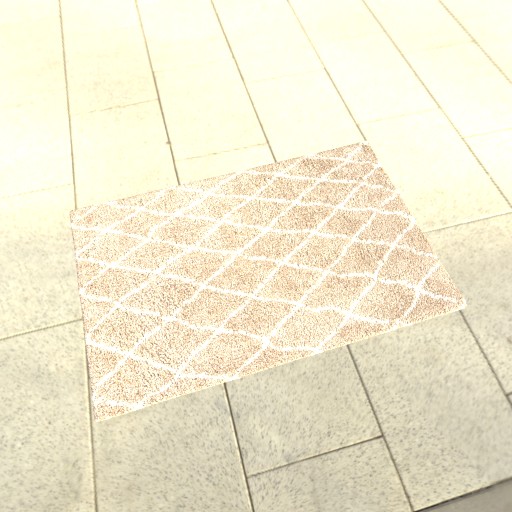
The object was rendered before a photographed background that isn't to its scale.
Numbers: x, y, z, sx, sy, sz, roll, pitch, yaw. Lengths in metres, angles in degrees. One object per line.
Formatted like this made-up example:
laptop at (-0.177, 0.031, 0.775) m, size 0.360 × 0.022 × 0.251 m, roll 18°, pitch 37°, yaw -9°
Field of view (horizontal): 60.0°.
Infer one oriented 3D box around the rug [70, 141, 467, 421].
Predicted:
rug at (0.000, 0.000, 3.515) m, size 2.743 × 0.030 × 1.778 m, roll -15°, pitch 60°, yaw -9°
